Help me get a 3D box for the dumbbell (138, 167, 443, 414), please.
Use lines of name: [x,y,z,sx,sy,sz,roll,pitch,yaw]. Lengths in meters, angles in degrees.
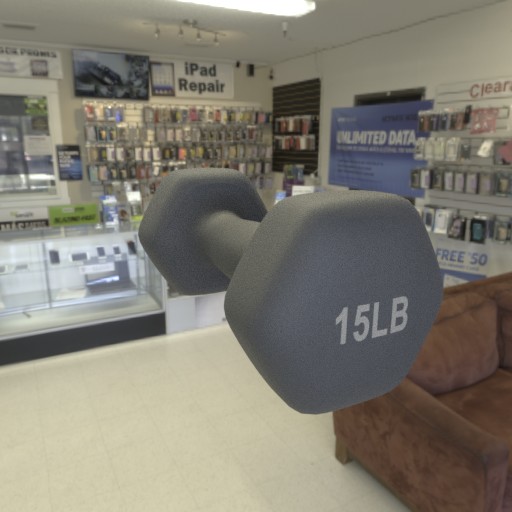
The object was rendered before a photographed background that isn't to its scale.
dumbbell: [0.000,0.000,0.298,0.116,0.105,0.240,-7,17,-25]
